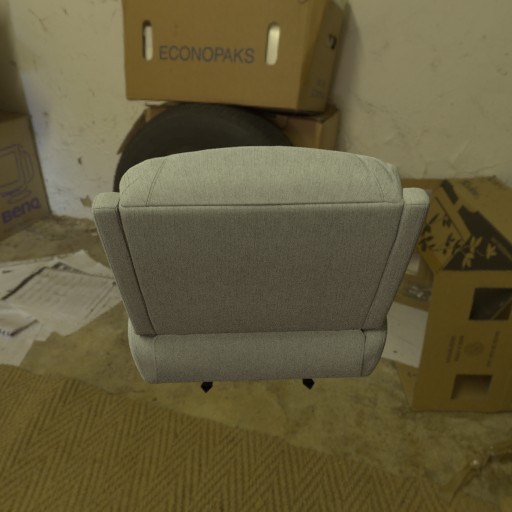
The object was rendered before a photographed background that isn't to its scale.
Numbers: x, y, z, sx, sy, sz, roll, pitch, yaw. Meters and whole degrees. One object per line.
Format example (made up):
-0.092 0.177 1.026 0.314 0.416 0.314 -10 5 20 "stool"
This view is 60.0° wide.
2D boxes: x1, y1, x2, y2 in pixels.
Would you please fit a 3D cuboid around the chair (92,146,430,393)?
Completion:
0.000 0.000 1.691 0.930 1.011 0.899 -1 29 -2 "chair"
